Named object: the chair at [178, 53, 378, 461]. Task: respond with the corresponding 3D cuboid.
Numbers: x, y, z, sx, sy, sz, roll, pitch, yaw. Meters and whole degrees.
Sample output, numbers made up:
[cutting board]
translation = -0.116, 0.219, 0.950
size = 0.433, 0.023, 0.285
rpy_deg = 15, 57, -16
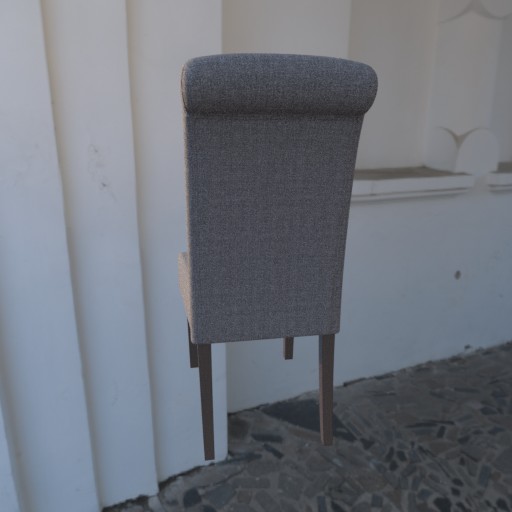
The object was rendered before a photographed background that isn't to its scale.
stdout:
[chair]
translation = 0.000, 0.000, 1.310
size = 0.456, 1.006, 0.671
rpy_deg = -3, 15, -10
